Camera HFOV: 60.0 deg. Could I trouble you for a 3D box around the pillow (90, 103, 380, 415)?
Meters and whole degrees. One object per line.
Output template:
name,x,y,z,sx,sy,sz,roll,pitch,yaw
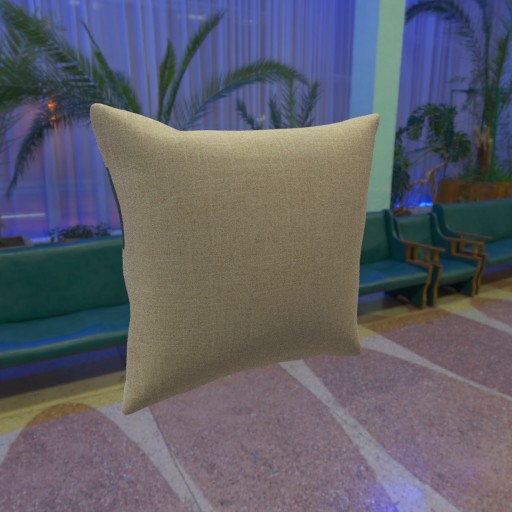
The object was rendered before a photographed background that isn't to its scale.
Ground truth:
pillow,0.000,0.000,0.633,0.414,0.399,0.173,-7,16,-25
